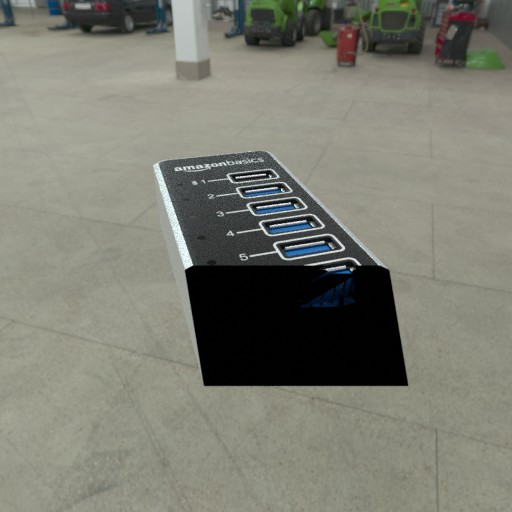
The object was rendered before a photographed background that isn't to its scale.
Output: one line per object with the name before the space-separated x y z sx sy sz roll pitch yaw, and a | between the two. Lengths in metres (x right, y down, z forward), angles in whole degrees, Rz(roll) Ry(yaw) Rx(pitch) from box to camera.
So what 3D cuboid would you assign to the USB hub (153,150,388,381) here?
USB hub | 0.000 0.000 0.125 0.044 0.023 0.110 -9 33 -14
